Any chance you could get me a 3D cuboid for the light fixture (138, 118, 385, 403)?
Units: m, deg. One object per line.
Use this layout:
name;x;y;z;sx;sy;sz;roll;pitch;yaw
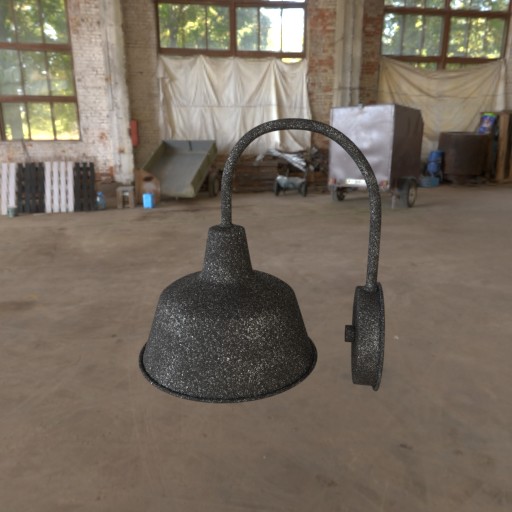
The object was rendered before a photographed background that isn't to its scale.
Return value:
light fixture;0.000;0.000;0.505;0.283;0.300;0.216;3;16;9
